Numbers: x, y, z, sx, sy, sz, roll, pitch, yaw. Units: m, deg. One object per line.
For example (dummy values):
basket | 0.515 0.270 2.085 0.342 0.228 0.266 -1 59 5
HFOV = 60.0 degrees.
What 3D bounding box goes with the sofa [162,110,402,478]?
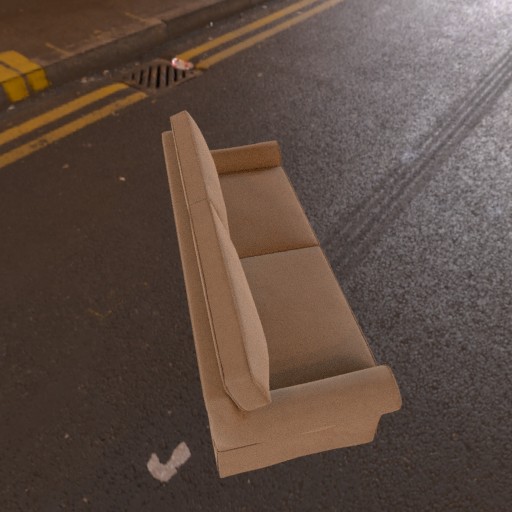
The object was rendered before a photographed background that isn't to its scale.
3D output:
sofa | 0.000 0.000 2.737 0.900 1.014 2.246 -10 47 -9
